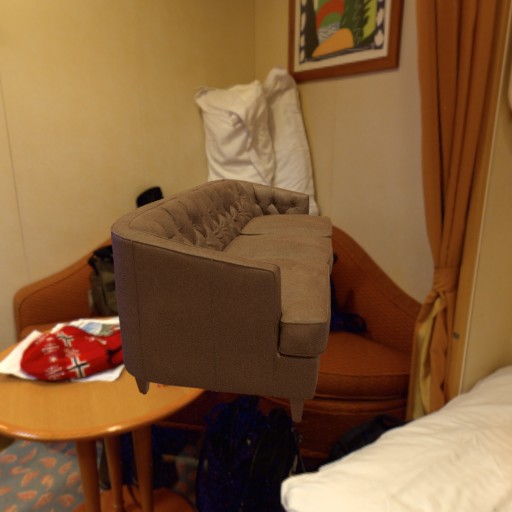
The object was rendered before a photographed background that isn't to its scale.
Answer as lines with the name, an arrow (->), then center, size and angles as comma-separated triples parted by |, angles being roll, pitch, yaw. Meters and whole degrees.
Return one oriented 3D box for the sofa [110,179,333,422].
sofa -> 0.000, 0.000, 2.698 | 0.927, 0.787, 2.227 | 2, 15, 9
